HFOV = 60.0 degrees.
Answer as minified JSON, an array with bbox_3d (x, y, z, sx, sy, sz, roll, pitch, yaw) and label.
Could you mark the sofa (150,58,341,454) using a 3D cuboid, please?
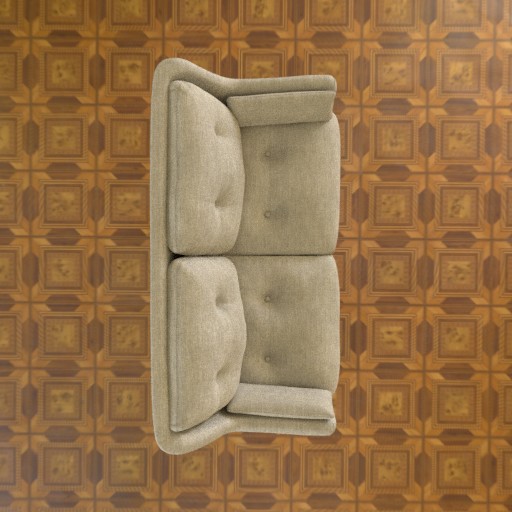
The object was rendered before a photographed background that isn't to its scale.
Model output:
[{"bbox_3d":[0.000,0.000,2.460,0.976,0.897,1.930,0,91,0],"label":"sofa"}]
